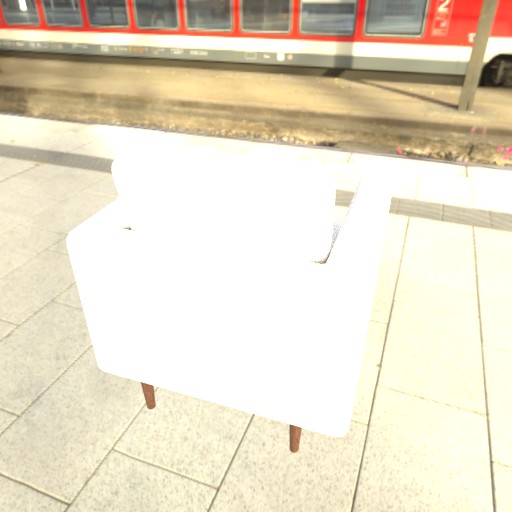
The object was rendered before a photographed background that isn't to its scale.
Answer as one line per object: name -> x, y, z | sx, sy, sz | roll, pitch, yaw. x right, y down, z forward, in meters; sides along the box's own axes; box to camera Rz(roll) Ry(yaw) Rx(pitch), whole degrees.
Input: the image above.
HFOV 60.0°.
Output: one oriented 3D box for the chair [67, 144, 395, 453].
chair -> 0.000, 0.000, 1.557 | 0.831, 0.899, 0.879 | 10, 33, 16
